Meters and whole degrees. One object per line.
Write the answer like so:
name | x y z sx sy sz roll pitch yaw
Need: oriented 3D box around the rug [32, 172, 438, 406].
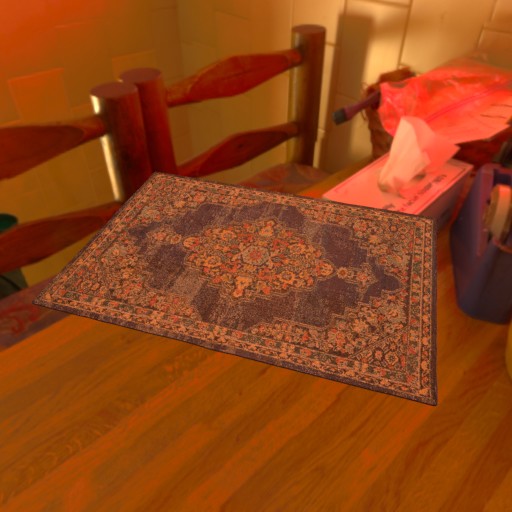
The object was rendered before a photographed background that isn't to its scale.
rug | 0.000 0.000 3.760 2.940 0.011 2.053 11 42 13
